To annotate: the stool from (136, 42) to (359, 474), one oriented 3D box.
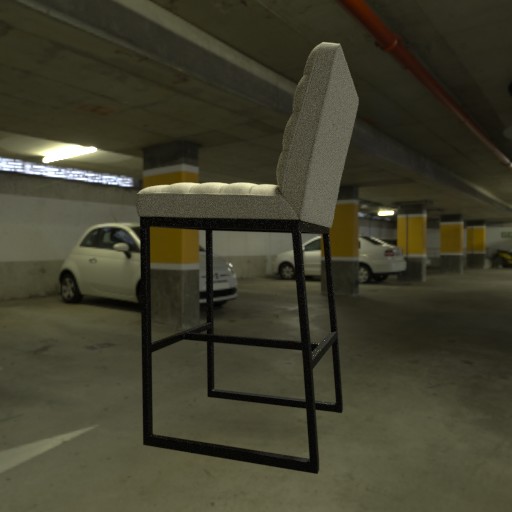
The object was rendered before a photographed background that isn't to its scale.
[{"bbox_3d":[0.000,0.000,1.338,0.560,1.040,0.460,0,1,19],"label":"stool"}]
